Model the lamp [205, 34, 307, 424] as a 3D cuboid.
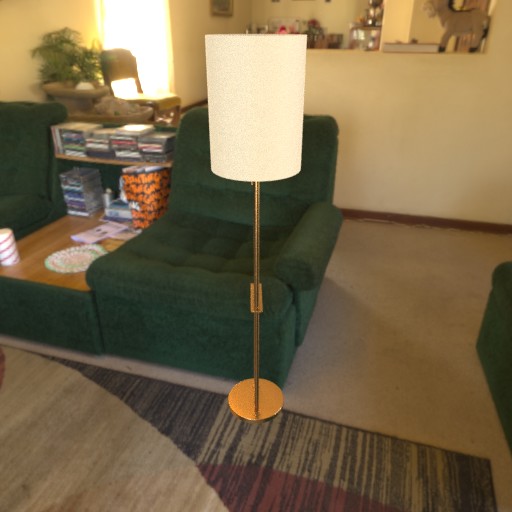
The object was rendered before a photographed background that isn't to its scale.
[{"bbox_3d":[0.000,0.000,1.679,0.305,1.500,0.306,0,27,-1],"label":"lamp"}]
